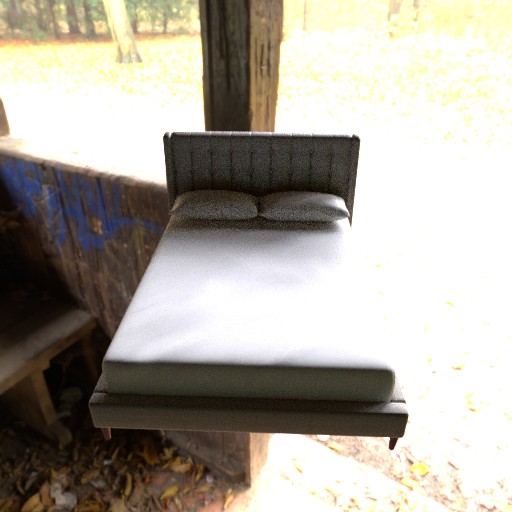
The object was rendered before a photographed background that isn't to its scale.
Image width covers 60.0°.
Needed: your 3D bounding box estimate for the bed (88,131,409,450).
[{"bbox_3d":[0.000,0.000,3.083,1.656,1.147,2.232,1,30,2],"label":"bed"}]
